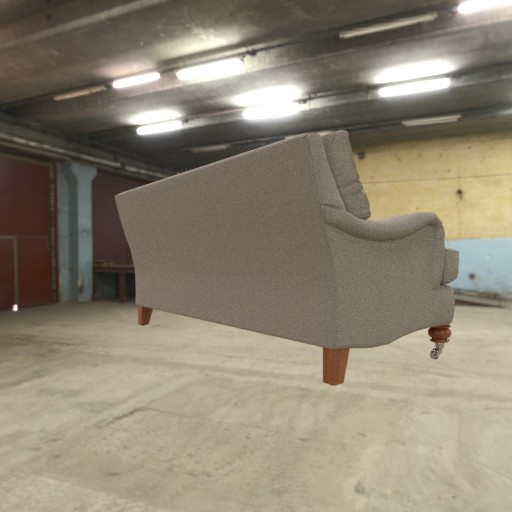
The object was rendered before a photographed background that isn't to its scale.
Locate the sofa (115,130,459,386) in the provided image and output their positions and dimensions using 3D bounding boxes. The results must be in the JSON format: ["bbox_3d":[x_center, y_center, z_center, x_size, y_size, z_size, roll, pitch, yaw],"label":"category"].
[{"bbox_3d":[0.000,0.000,2.796,1.087,1.054,2.160,0,0,-37],"label":"sofa"}]
